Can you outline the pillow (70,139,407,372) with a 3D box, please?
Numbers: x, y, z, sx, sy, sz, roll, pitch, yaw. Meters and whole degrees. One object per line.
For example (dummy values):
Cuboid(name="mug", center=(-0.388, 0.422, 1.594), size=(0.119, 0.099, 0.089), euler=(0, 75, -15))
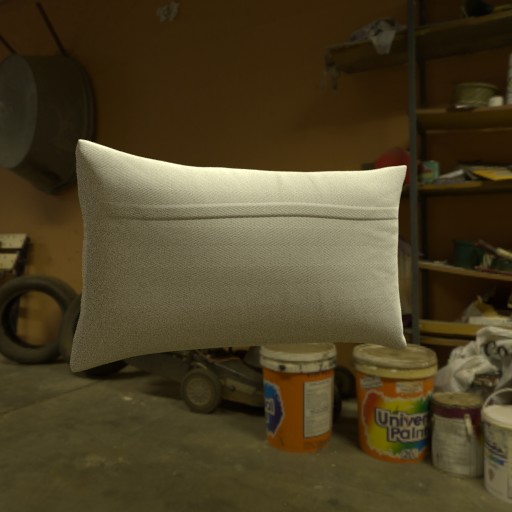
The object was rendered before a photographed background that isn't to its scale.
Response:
Cuboid(name="pillow", center=(0.000, 0.000, 0.649), size=(0.506, 0.305, 0.139), euler=(0, 0, -17))
